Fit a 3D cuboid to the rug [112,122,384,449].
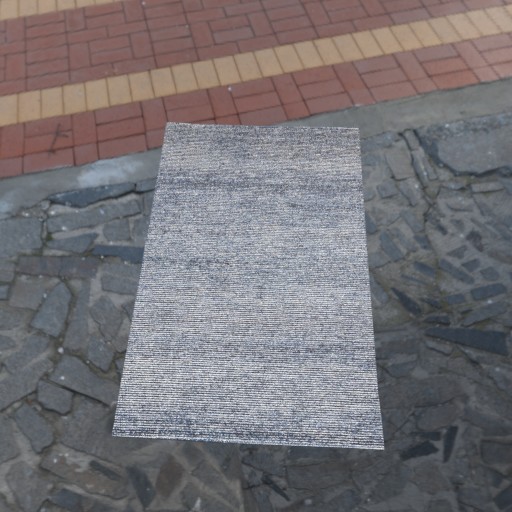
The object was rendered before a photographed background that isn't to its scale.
[{"bbox_3d":[0.000,0.000,2.220,1.135,0.010,1.740,2,63,1],"label":"rug"}]
